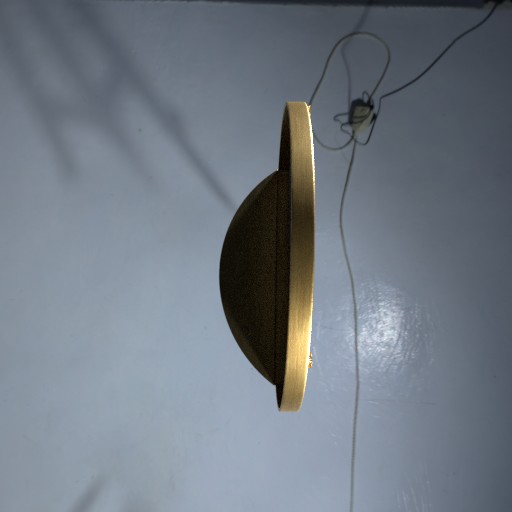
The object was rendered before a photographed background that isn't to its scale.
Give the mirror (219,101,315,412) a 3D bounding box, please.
[{"bbox_3d":[0.000,0.000,0.693,0.133,0.457,0.457,1,76,0],"label":"mirror"}]
